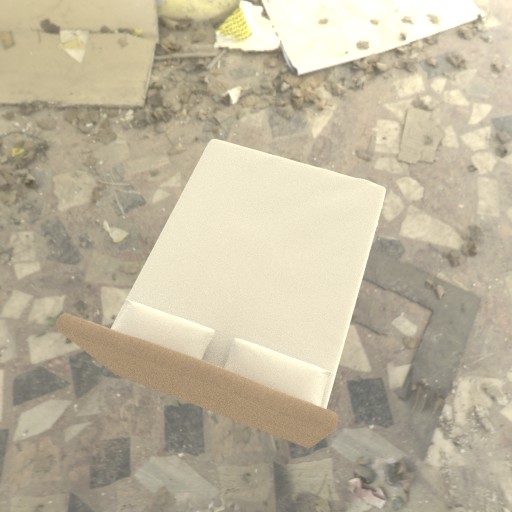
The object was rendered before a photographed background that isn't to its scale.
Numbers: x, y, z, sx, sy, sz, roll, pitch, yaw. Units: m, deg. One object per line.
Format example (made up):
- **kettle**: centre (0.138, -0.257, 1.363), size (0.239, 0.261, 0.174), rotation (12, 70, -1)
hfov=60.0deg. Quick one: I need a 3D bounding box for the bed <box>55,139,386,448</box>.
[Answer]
- **bed**: centre (0.000, 0.000, 3.502), size (1.821, 1.436, 2.282), rotation (18, 65, 9)
